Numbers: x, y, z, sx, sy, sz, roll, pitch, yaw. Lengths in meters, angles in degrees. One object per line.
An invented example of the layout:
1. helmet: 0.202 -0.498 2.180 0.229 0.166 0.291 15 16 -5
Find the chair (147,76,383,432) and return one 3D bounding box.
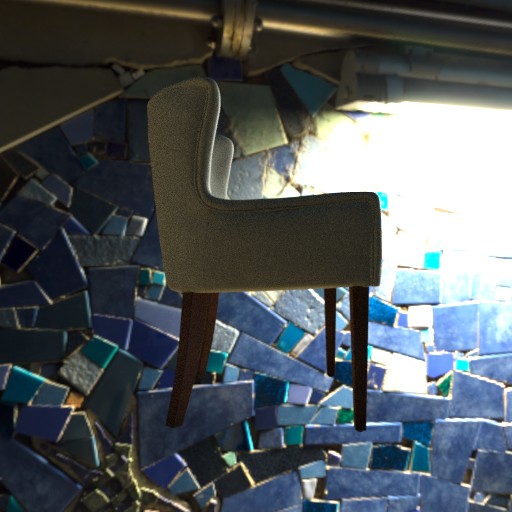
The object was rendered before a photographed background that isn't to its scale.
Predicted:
1. chair: 0.000 0.000 1.469 0.686 0.952 0.660 0 1 1
